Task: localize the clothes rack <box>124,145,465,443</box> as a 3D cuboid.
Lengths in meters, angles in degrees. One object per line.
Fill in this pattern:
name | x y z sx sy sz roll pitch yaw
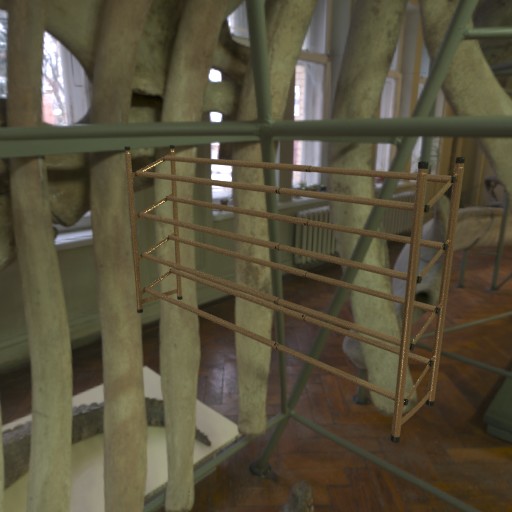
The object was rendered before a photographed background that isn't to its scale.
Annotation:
clothes rack | 0.000 0.000 1.450 1.168 0.672 0.229 15 22 42
